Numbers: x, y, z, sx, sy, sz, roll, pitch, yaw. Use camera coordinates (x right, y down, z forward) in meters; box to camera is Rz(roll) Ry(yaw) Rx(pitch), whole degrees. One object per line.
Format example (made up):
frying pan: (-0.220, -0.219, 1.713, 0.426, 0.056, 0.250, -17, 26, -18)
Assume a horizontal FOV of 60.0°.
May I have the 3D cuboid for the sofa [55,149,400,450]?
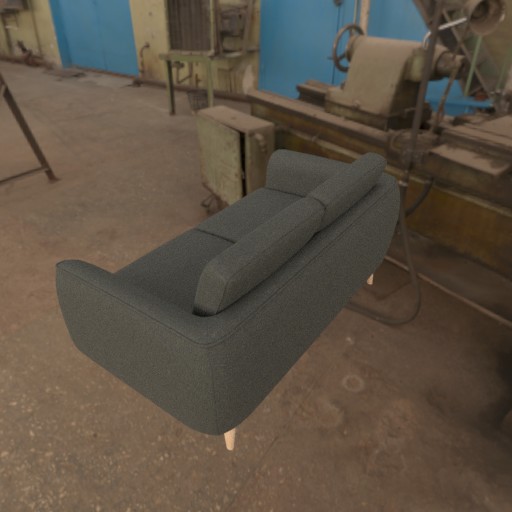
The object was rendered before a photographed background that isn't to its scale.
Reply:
sofa: (0.000, 0.000, 2.246, 0.920, 0.850, 1.700, 22, 39, 29)
